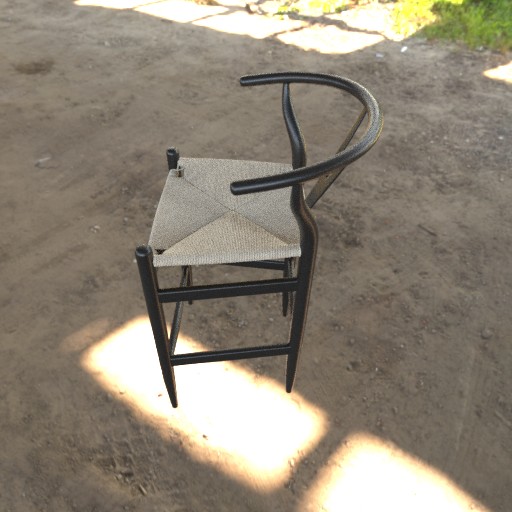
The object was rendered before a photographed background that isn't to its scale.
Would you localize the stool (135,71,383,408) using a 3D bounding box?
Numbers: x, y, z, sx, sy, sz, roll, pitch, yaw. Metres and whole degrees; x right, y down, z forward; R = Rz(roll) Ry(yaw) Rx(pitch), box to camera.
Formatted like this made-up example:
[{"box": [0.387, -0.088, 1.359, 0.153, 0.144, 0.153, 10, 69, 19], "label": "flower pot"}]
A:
[{"box": [0.000, 0.000, 1.354, 0.579, 0.970, 0.569, 0, 43, 0], "label": "stool"}]
